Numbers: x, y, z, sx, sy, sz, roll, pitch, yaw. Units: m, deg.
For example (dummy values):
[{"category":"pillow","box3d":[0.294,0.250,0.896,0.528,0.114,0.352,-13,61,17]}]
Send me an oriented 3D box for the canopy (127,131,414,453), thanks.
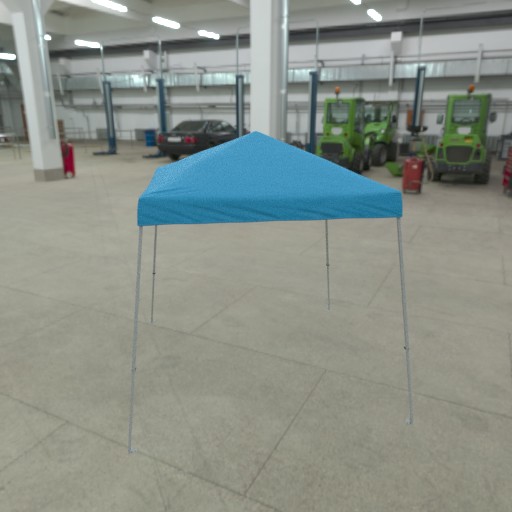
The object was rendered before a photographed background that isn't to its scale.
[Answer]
[{"category":"canopy","box3d":[0.000,0.000,6.633,3.600,3.600,3.599,-3,18,-8]}]
